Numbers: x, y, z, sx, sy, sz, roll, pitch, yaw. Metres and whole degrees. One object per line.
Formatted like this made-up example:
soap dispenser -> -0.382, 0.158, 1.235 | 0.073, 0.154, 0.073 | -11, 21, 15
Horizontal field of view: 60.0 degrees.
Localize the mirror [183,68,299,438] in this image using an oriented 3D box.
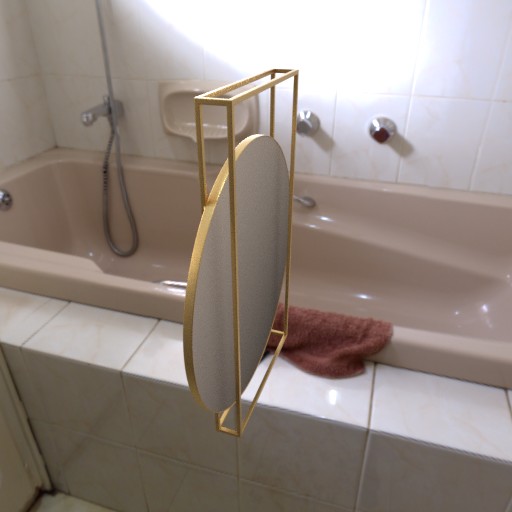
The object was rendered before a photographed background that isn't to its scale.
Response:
mirror -> 0.000, 0.000, 0.813 | 0.051, 0.603, 0.508 | 10, 31, 17
